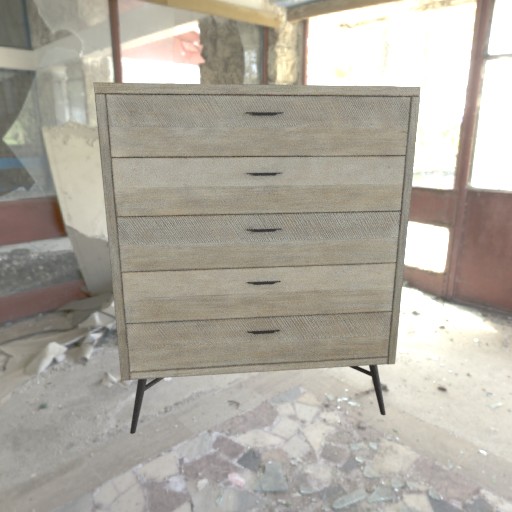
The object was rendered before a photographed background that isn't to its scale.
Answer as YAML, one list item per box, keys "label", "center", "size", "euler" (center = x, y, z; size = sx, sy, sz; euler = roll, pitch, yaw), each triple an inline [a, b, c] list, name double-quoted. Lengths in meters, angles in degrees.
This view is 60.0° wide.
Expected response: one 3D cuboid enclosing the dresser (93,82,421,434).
- label: "dresser"
  center: [0.000, 0.000, 1.738]
  size: [1.016, 1.219, 0.457]
  euler: [-2, 16, -6]
